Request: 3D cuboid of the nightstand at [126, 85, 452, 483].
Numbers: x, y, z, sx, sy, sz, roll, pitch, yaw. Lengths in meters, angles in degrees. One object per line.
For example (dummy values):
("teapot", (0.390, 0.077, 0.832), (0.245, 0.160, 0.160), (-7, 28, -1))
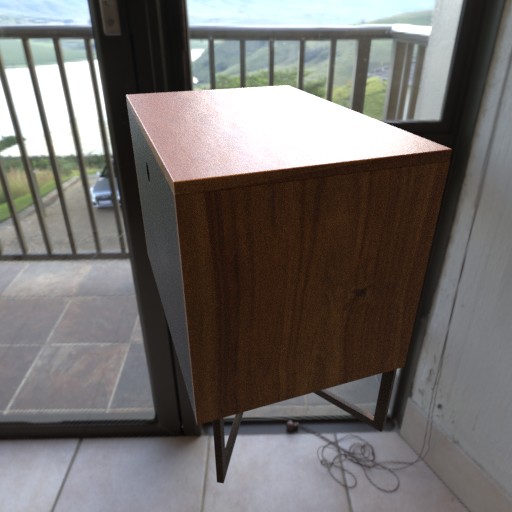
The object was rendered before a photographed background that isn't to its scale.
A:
("nightstand", (0.000, 0.000, 0.995), (0.427, 0.615, 0.613), (-10, 31, -17))
